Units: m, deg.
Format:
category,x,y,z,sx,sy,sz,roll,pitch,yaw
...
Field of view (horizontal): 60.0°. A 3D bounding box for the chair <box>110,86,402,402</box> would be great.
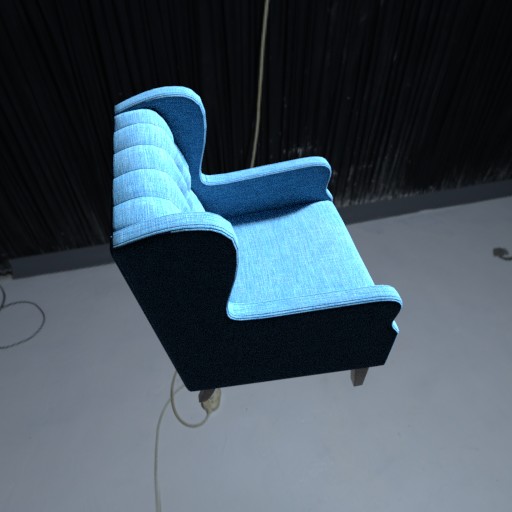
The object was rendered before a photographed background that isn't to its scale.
category,x,y,z,sx,sy,sz,roll,pitch,yaw
chair,0.000,0.000,1.520,0.775,0.952,0.711,-9,48,-8
